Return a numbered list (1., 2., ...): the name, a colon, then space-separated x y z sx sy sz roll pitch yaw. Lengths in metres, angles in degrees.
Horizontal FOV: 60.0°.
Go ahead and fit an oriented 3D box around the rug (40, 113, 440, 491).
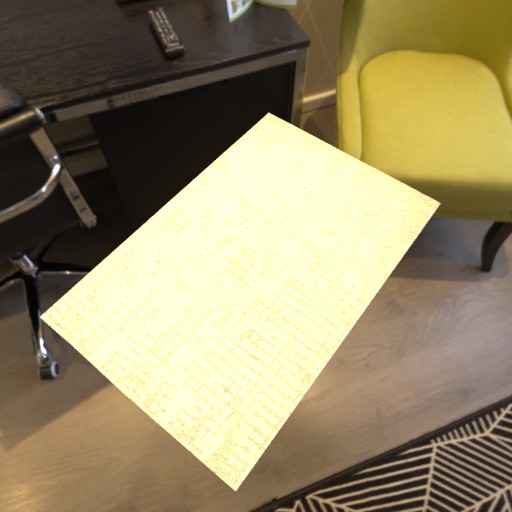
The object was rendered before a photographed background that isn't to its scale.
1. rug: 0.000 0.000 2.312 1.211 0.007 1.827 34 64 19
